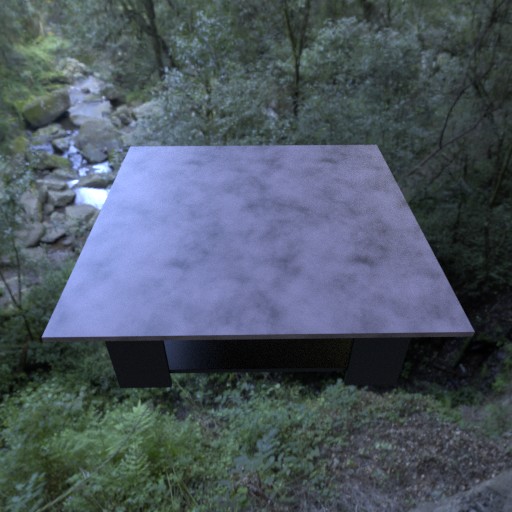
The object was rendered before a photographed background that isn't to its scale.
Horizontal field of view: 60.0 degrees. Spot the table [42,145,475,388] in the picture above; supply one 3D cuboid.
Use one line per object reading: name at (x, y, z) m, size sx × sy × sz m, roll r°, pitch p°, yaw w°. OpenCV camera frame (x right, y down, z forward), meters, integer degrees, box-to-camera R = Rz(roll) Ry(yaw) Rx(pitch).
table at (0.000, 0.000, 1.351) m, size 0.890 × 0.305 × 0.890 m, roll -1°, pitch 39°, yaw -1°
